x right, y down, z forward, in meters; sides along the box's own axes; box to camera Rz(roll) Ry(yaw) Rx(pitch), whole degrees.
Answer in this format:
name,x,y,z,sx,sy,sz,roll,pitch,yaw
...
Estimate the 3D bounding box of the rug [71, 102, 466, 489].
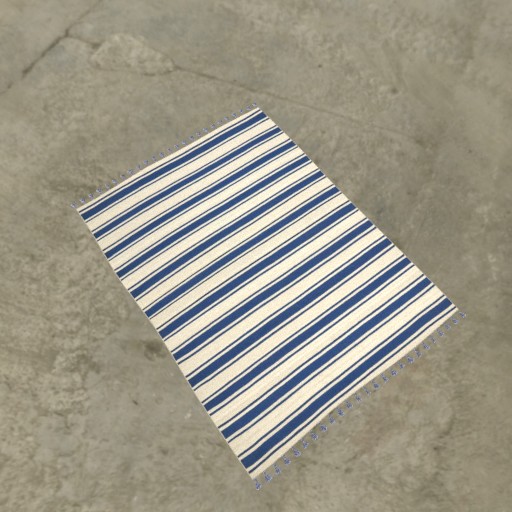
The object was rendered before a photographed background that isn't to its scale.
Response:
name,x,y,z,sx,sy,sz,roll,pitch,yaw
rug,0.000,0.000,4.478,2.471,0.016,3.416,-33,68,-15
